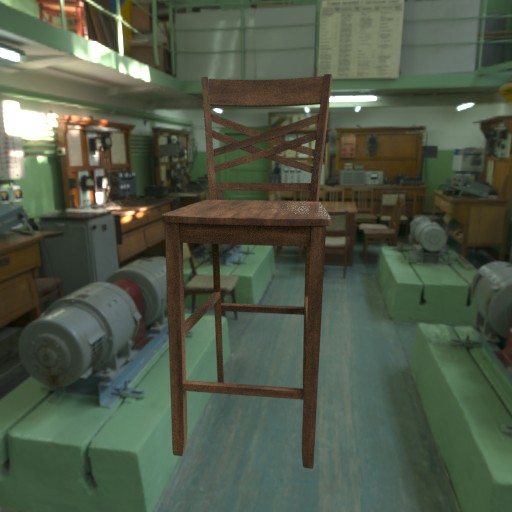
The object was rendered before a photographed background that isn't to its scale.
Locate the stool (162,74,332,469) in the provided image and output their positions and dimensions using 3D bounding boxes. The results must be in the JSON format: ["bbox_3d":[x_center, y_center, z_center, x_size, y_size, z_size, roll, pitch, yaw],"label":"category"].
[{"bbox_3d":[0.000,0.000,1.365,0.433,1.105,0.487,2,14,8],"label":"stool"}]
